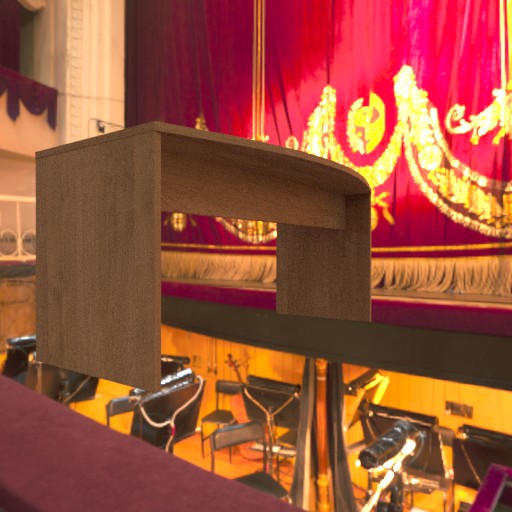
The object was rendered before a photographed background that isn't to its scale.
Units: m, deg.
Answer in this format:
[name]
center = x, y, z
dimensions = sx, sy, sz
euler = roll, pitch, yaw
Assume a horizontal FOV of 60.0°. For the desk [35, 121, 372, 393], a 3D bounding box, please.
[desk]
center = 0.000, 0.000, 2.008
dimensions = 0.802, 0.752, 1.600
euler = 0, 0, 36
